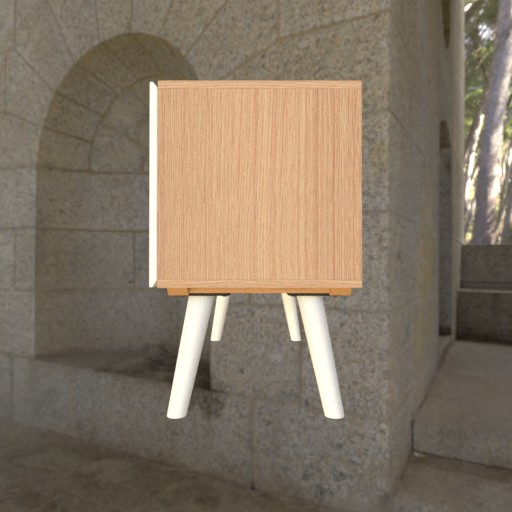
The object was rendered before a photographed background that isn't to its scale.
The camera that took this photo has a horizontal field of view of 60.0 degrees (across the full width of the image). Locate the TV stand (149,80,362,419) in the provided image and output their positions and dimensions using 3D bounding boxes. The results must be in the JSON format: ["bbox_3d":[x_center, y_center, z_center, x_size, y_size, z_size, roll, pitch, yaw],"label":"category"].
[{"bbox_3d":[0.000,0.000,1.340,0.407,0.660,0.991,0,-1,0],"label":"TV stand"}]
